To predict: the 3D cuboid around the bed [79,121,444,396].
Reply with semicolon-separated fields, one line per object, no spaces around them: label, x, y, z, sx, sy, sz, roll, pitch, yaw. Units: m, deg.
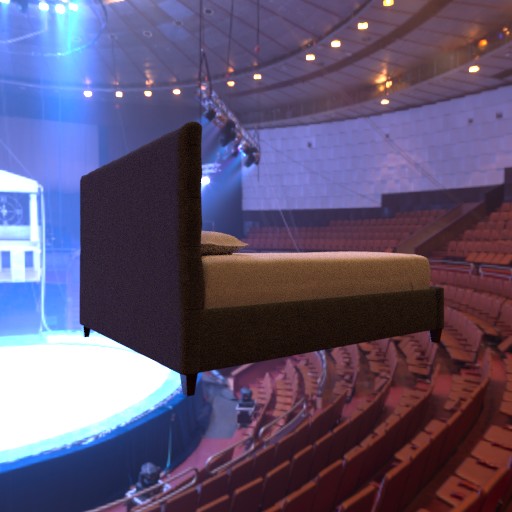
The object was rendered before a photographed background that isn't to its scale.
bed;0.000;0.000;3.783;2.387;1.427;2.078;0;1;-36
